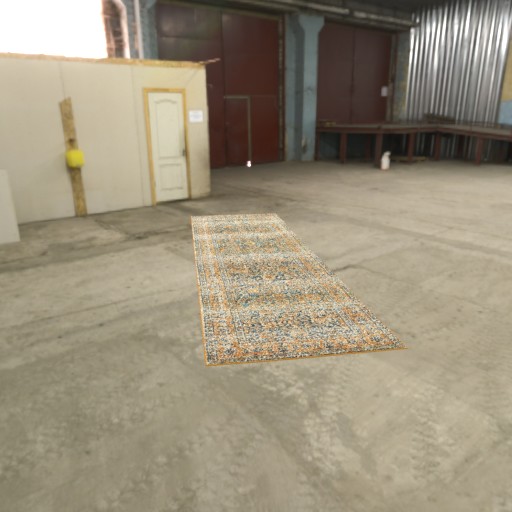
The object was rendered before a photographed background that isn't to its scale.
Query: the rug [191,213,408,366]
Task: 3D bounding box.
[{"bbox_3d":[0.000,0.000,2.572,0.704,0.014,2.294,-3,18,-9],"label":"rug"}]
